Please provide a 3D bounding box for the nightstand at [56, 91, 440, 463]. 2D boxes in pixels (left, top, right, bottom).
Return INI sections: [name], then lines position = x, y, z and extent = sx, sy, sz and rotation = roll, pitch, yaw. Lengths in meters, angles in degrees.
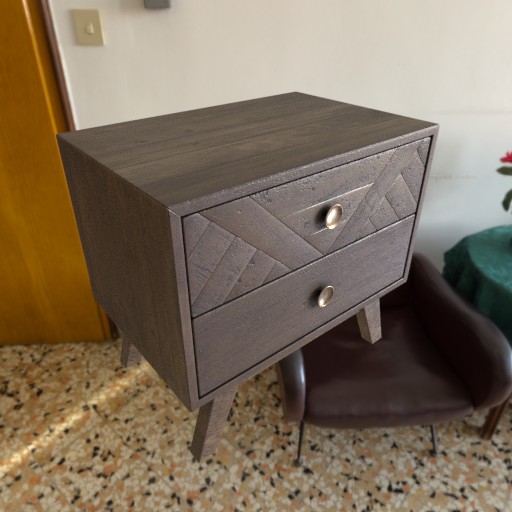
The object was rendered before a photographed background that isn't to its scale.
[nightstand]
position = 0.000, 0.000, 1.051
extent = 0.650, 0.599, 0.450
rotation = -23, 38, -33
